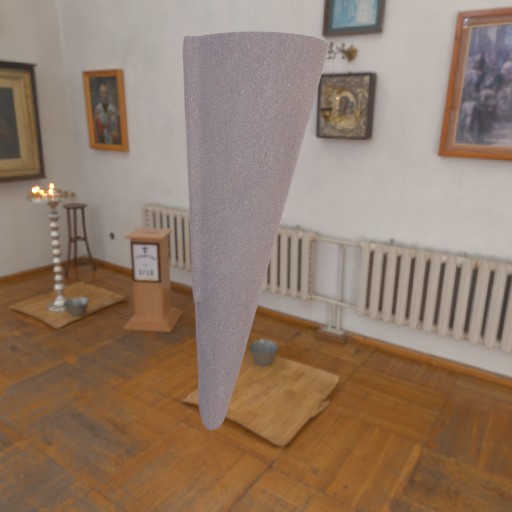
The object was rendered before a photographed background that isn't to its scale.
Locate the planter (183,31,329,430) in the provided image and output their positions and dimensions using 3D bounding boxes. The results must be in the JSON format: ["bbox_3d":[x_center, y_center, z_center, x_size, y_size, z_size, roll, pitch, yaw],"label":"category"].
[{"bbox_3d":[0.000,0.000,0.297,0.087,0.259,0.078,-3,16,-10],"label":"planter"}]
